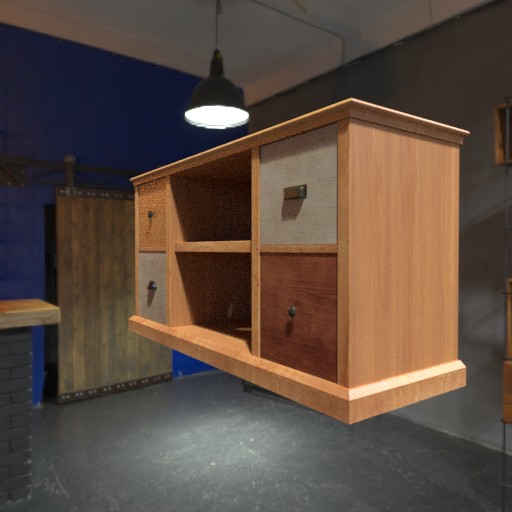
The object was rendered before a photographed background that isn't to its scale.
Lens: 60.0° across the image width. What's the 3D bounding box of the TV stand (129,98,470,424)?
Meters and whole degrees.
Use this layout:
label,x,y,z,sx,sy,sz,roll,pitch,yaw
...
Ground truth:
label,x,y,z,sx,sy,sz,roll,pitch,yaw
TV stand,0.000,0.000,1.420,0.417,0.607,1.181,-1,1,-35
